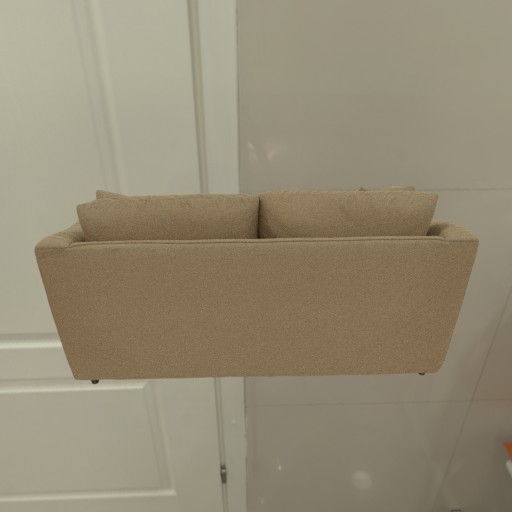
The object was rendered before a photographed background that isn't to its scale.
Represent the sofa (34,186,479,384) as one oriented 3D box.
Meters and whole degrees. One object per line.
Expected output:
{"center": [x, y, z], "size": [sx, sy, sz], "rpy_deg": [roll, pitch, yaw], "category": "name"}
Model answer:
{"center": [0.000, 0.000, 2.586], "size": [2.010, 1.018, 1.072], "rpy_deg": [-1, 31, -2], "category": "sofa"}
